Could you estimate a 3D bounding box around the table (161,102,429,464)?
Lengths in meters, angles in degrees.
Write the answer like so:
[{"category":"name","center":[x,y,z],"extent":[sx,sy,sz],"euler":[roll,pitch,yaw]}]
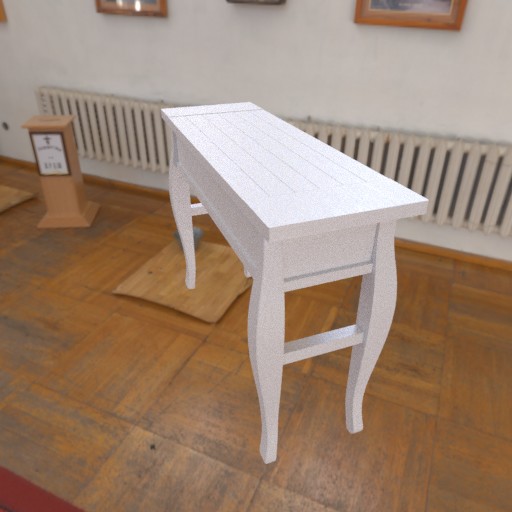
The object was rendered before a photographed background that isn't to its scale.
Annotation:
[{"category":"table","center":[0.000,0.000,1.476],"extent":[0.373,0.768,1.062],"euler":[-11,32,-18]}]
